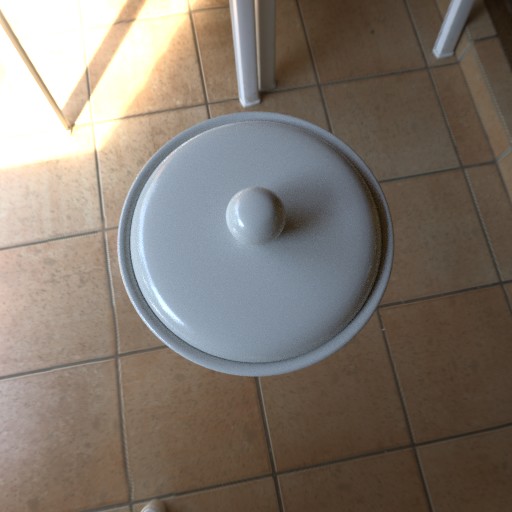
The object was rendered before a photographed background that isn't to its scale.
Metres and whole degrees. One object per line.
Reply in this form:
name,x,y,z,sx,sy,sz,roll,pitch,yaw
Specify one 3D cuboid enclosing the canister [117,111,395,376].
canister,0.000,0.000,0.348,0.182,0.208,0.182,0,75,0
